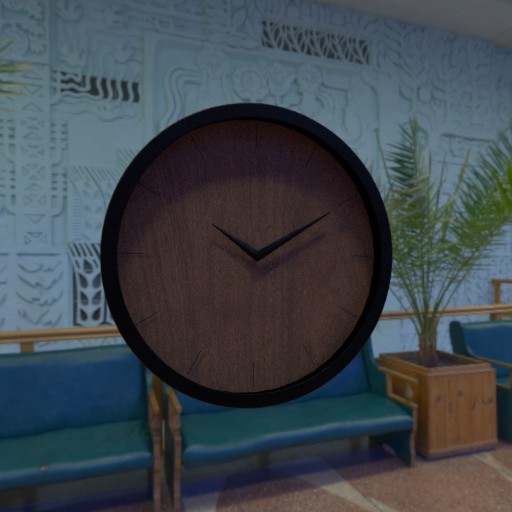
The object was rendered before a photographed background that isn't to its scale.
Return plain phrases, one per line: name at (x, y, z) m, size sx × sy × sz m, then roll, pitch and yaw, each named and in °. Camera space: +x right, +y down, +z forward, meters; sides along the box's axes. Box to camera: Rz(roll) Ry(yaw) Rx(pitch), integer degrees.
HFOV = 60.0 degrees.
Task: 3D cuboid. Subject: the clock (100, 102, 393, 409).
clock at (0.000, 0.000, 0.473) m, size 0.314 × 0.314 × 0.040 m, roll 0°, pitch 1°, yaw -18°
